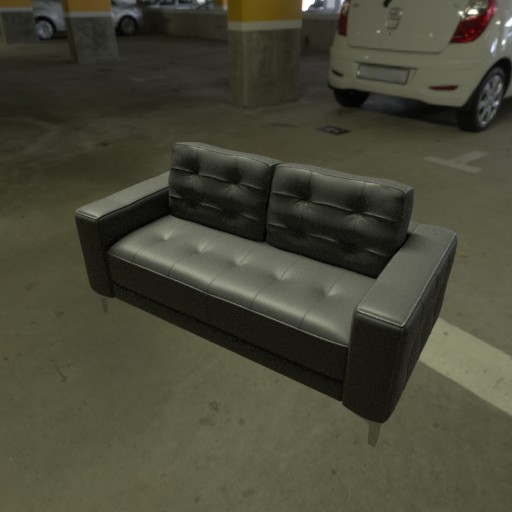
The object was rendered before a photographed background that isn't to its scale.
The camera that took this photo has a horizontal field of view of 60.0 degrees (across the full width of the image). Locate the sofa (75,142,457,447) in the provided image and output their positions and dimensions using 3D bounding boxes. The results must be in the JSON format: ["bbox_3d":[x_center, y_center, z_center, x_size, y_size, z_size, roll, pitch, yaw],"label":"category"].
[{"bbox_3d":[0.000,0.000,2.230,1.726,0.892,0.833,18,35,28],"label":"sofa"}]
